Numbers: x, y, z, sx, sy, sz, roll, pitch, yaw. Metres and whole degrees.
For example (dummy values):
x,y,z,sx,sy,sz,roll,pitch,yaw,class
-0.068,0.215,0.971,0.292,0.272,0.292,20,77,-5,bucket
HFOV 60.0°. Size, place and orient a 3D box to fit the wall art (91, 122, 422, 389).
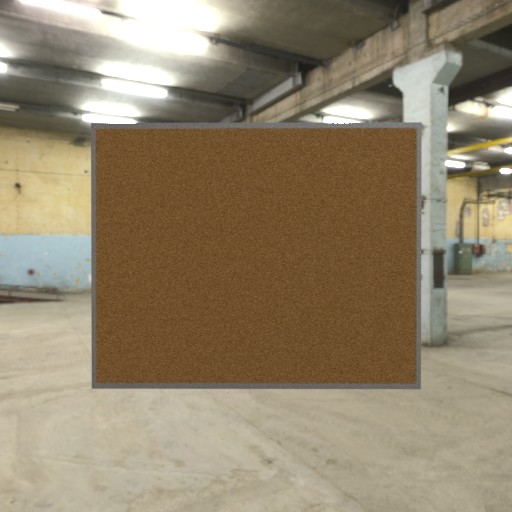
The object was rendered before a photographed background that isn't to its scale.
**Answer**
x,y,z,sx,sy,sz,roll,pitch,yaw,class
0.000,0.000,0.768,0.557,0.450,0.037,0,0,0,wall art
